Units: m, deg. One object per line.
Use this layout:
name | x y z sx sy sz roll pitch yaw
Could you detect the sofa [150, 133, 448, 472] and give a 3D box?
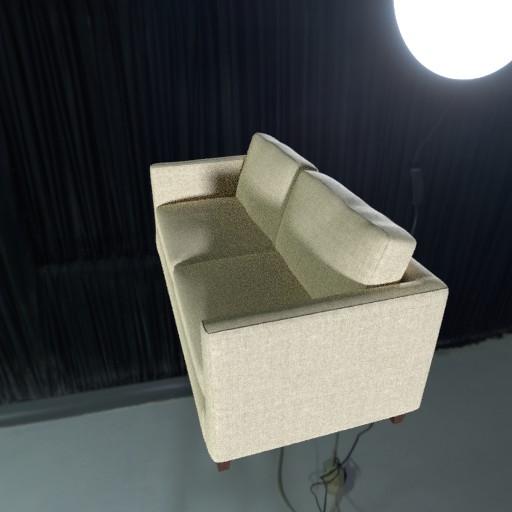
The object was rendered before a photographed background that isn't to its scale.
sofa | 0.000 0.000 2.409 0.950 0.963 1.884 -8 30 -15
